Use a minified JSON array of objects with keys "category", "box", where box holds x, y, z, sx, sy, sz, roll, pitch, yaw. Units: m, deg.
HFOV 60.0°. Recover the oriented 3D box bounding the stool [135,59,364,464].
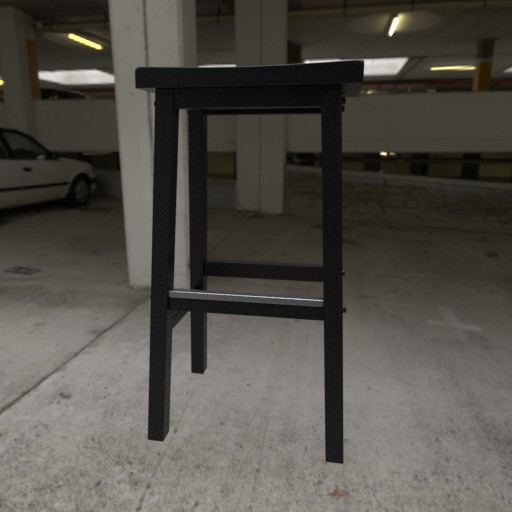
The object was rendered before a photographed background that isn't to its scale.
[{"category":"stool","box":[0.000,0.000,0.963,0.406,0.742,0.322,3,14,10]}]
